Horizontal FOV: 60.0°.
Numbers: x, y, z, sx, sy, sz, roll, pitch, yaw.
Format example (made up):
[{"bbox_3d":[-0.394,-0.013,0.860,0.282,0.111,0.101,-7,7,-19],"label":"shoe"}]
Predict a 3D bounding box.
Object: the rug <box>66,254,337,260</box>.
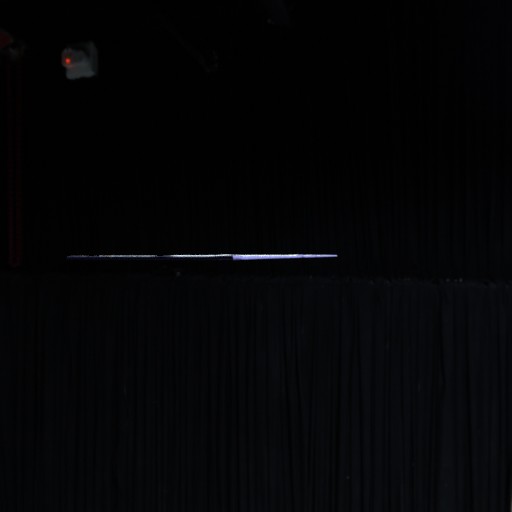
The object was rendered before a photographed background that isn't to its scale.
[{"bbox_3d":[0.000,0.000,2.469,0.602,0.016,2.283,0,0,18],"label":"rug"}]
